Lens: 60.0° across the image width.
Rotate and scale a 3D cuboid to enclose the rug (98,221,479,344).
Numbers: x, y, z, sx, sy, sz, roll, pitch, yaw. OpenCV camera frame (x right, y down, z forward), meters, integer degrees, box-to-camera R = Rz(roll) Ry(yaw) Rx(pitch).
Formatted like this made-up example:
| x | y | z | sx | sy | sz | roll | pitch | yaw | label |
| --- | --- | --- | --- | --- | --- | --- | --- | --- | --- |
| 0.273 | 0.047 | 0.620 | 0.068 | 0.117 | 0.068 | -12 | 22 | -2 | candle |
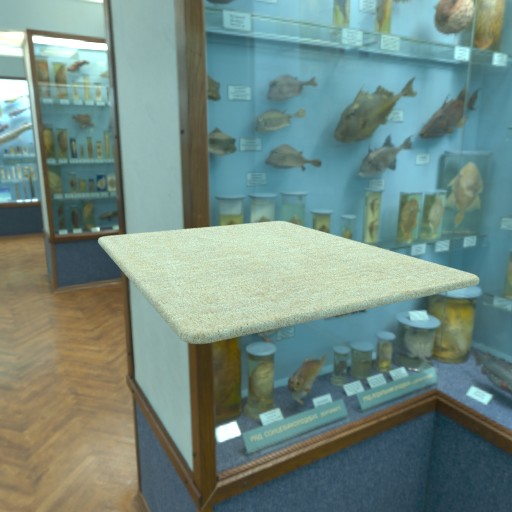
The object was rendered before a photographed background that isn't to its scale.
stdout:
| x | y | z | sx | sy | sz | roll | pitch | yaw | label |
| --- | --- | --- | --- | --- | --- | --- | --- | --- | --- |
| 0.000 | 0.000 | 3.473 | 2.009 | 0.048 | 2.528 | -7 | 16 | -27 | rug |
